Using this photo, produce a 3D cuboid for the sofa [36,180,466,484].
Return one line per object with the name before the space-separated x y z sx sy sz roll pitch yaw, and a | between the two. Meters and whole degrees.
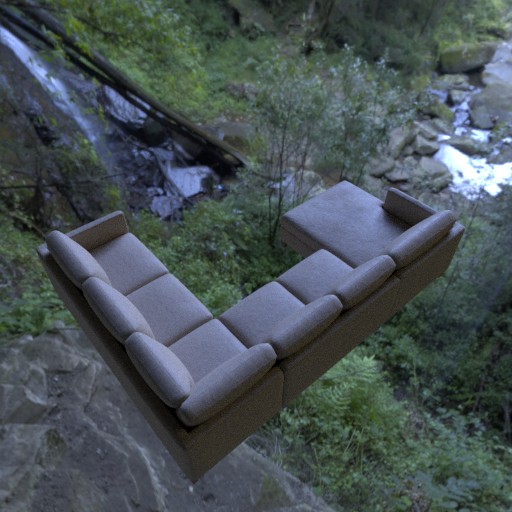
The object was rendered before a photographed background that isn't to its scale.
sofa | 0.000 0.000 4.468 3.403 0.889 2.551 -31 52 -28
